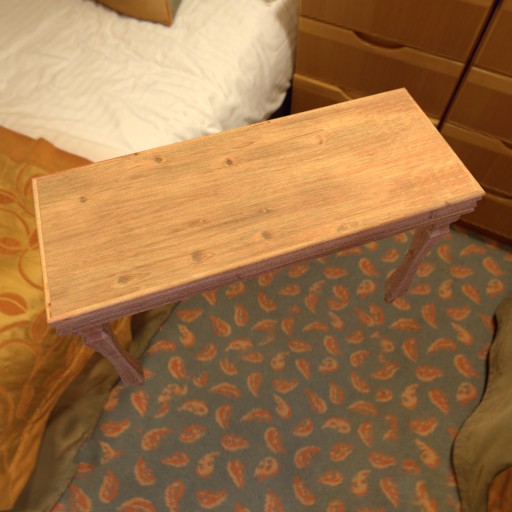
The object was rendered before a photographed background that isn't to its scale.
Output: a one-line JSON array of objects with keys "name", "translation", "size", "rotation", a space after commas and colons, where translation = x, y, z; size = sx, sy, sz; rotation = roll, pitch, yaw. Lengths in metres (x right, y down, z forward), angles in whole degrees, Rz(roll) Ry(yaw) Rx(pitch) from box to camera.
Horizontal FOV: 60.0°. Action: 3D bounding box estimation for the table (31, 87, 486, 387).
[{"name": "table", "translation": [0.000, 0.000, 1.763], "size": [1.330, 0.873, 0.522], "rotation": [-16, 61, -9]}]
